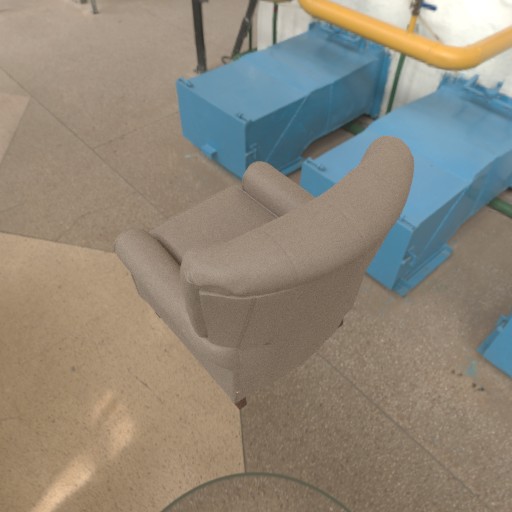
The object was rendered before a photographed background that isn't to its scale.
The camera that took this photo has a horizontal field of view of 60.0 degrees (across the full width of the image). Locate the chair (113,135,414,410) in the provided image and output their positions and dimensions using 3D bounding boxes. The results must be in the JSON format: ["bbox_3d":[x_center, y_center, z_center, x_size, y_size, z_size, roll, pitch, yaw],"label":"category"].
[{"bbox_3d":[0.000,0.000,1.958,0.999,1.138,1.041,-33,56,-26],"label":"chair"}]
